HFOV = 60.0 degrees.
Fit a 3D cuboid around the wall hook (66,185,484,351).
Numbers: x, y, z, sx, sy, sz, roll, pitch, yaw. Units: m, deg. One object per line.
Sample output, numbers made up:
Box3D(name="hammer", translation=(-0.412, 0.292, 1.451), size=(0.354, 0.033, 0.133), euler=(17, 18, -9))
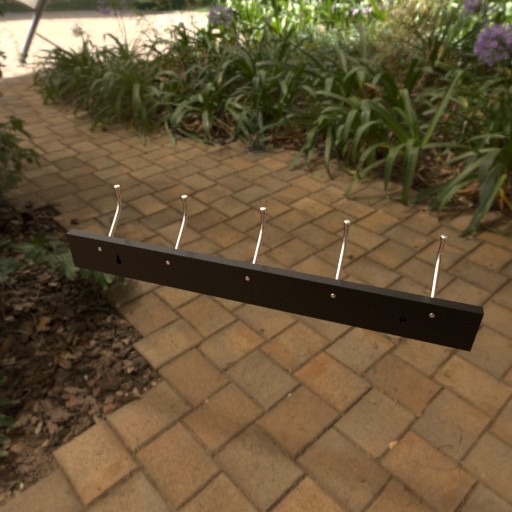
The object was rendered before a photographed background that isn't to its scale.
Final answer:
Box3D(name="wall hook", translation=(0.000, 0.000, 0.610), size=(0.571, 0.117, 0.071), euler=(10, 34, 16))
